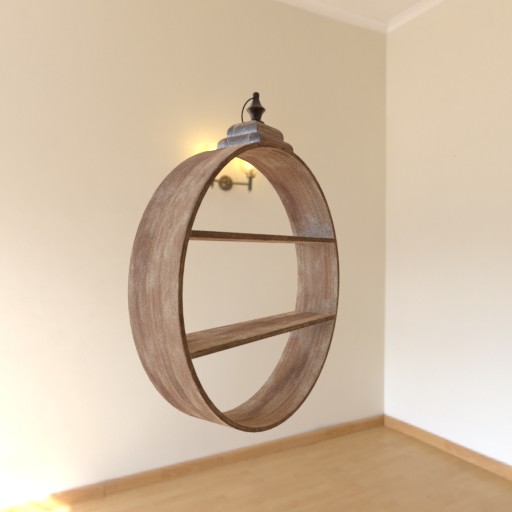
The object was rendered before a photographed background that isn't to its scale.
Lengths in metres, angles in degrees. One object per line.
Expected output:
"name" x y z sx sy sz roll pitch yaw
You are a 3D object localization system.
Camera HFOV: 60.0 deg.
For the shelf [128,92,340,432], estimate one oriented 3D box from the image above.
"shelf" 0.000 0.000 0.984 0.125 0.725 0.601 0 1 35
